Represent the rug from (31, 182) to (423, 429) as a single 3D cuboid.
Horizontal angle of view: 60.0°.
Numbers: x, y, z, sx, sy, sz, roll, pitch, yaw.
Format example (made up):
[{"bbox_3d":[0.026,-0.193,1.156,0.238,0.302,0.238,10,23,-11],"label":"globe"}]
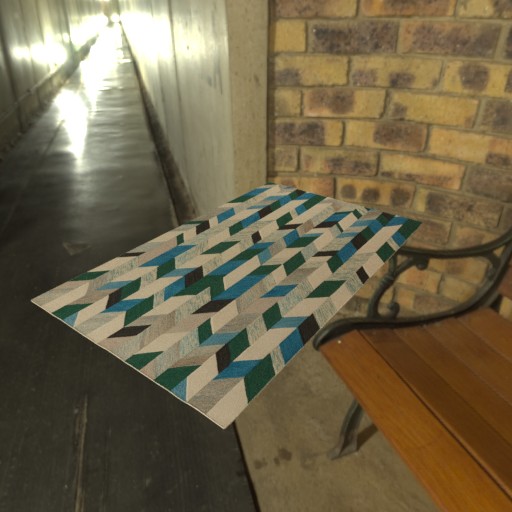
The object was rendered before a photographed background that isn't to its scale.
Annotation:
[{"bbox_3d":[0.000,0.000,3.067,1.507,0.007,2.433,21,36,31],"label":"rug"}]
